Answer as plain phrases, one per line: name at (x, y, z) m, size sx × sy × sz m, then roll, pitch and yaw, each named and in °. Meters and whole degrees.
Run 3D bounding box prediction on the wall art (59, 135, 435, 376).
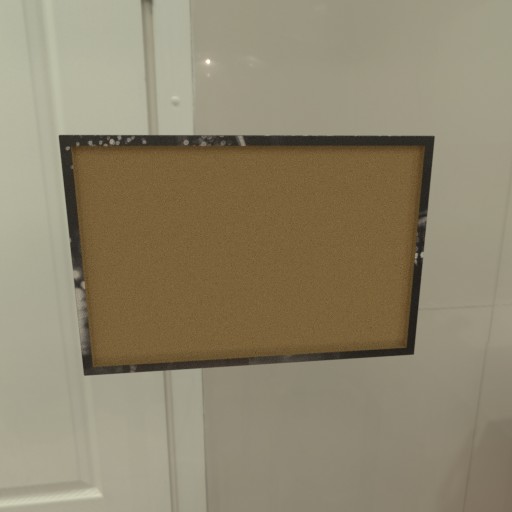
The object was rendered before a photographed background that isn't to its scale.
wall art at (0.000, 0.000, 1.161) m, size 0.914 × 0.609 × 0.038 m, roll -2°, pitch 14°, yaw -7°
